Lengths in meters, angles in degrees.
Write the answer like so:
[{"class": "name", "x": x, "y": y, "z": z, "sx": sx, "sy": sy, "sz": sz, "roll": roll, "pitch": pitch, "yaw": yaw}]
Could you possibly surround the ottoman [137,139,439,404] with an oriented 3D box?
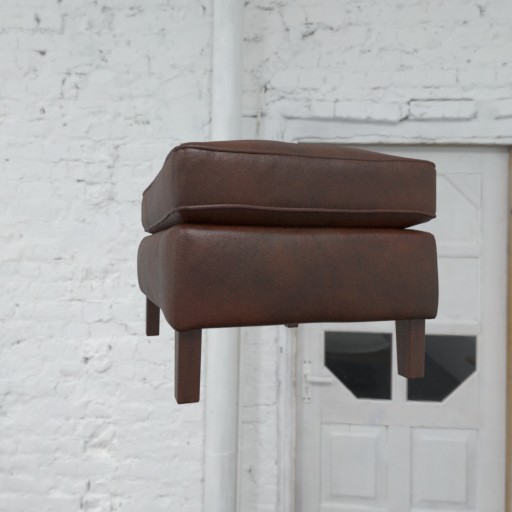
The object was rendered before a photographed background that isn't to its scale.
[{"class": "ottoman", "x": 0.000, "y": 0.000, "z": 1.004, "sx": 0.501, "sy": 0.432, "sz": 0.665, "roll": 0, "pitch": 1, "yaw": -18}]
